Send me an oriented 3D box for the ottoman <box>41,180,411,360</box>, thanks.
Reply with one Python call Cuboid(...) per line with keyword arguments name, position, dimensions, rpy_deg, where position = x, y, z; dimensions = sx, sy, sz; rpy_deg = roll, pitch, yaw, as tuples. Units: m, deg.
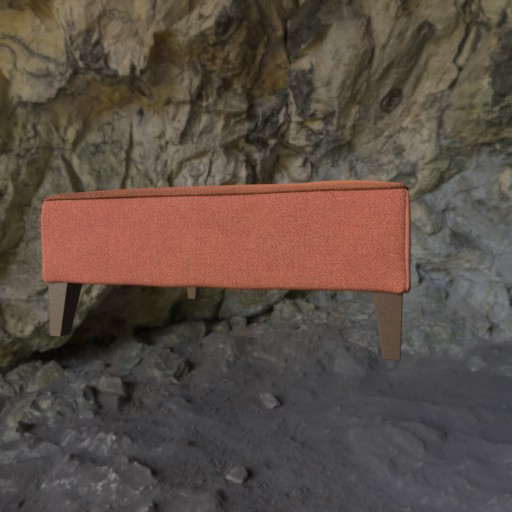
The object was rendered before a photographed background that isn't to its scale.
Cuboid(name="ottoman", position=(0.000, 0.000, 1.568), dimensions=(0.999, 0.438, 0.997), rpy_deg=(0, 1, 16))
